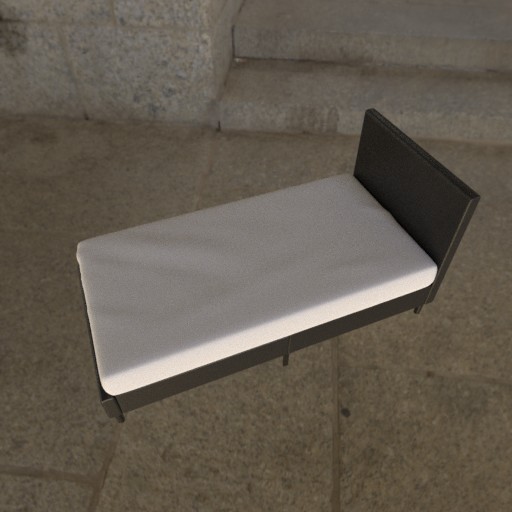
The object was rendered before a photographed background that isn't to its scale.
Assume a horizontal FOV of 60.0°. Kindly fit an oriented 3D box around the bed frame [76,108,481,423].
[{"bbox_3d":[0.000,0.000,2.564,2.152,1.046,1.038,-16,48,-15],"label":"bed frame"}]
